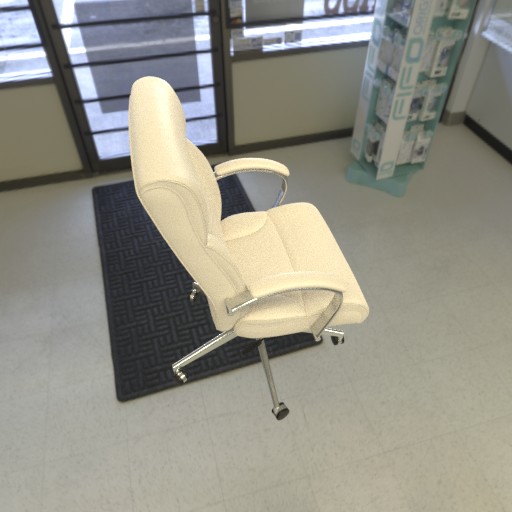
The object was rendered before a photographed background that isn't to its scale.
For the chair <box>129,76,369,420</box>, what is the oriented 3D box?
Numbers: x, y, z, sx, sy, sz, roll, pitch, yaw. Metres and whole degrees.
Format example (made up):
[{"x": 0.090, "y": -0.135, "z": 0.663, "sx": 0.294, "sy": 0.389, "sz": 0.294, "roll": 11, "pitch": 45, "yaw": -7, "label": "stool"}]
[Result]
[{"x": 0.000, "y": 0.000, "z": 1.564, "sx": 0.745, "sy": 1.099, "sz": 0.727, "roll": -9, "pitch": 46, "yaw": -9, "label": "chair"}]
